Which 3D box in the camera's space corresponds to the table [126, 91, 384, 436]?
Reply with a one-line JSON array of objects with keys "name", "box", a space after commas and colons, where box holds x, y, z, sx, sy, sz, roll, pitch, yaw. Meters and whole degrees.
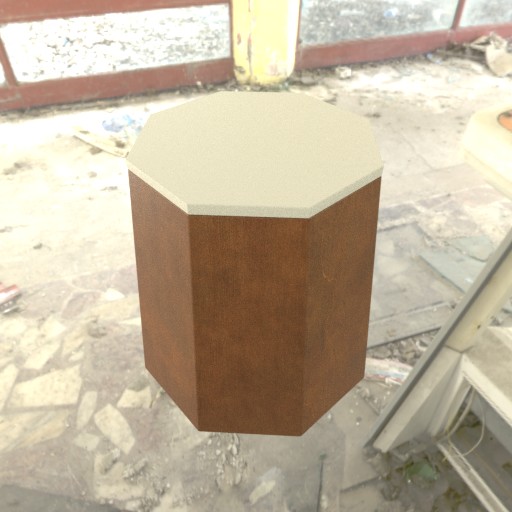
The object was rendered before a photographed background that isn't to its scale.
[{"name": "table", "box": [0.000, 0.000, 0.792, 0.439, 0.457, 0.439, 1, 41, 1]}]
